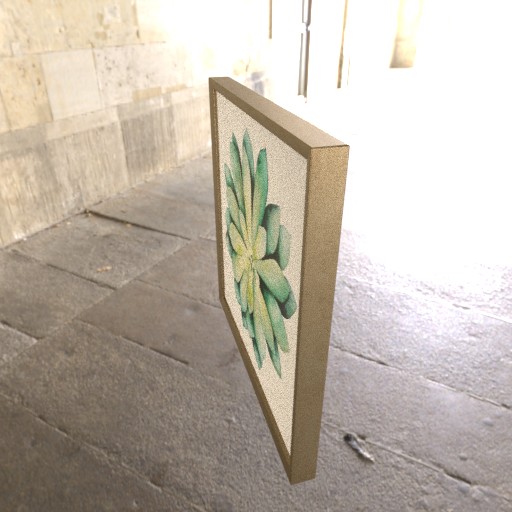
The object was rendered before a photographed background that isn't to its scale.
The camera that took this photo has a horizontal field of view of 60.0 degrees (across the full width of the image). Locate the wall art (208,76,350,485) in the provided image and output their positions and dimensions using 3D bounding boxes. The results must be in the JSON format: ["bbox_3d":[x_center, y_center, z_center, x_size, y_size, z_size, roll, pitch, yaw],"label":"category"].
[{"bbox_3d":[0.000,0.000,0.751,0.040,0.506,0.503,-8,30,-14],"label":"wall art"}]
